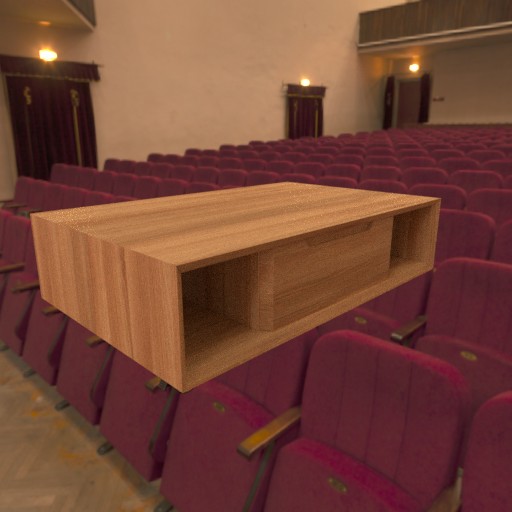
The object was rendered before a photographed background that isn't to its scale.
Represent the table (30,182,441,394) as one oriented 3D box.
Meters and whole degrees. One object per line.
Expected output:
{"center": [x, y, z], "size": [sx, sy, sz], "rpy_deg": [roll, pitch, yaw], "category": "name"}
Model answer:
{"center": [0.000, 0.000, 1.430], "size": [0.700, 0.330, 1.100], "rpy_deg": [15, 22, 43], "category": "table"}
